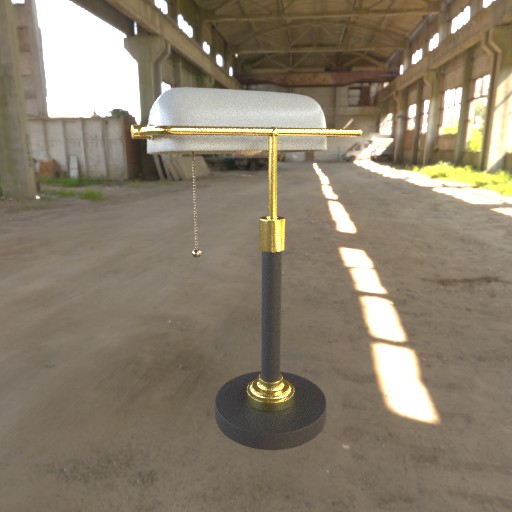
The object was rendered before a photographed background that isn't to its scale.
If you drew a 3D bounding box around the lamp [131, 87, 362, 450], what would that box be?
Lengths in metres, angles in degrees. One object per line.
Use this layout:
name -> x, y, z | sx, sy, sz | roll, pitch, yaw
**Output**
lamp -> 0.000, 0.000, 0.563 | 0.269, 0.404, 0.227 | -7, 16, -26
